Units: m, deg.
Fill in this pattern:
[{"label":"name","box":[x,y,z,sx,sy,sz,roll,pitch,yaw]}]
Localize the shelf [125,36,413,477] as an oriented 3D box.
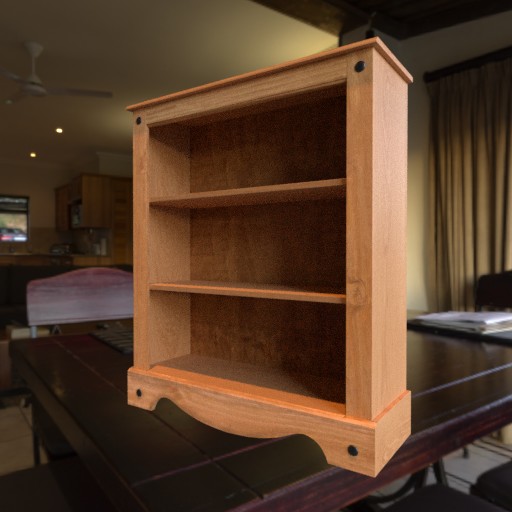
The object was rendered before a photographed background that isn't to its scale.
[{"label":"shelf","box":[0.000,0.000,1.336,0.840,0.980,0.291,1,1,35]}]
